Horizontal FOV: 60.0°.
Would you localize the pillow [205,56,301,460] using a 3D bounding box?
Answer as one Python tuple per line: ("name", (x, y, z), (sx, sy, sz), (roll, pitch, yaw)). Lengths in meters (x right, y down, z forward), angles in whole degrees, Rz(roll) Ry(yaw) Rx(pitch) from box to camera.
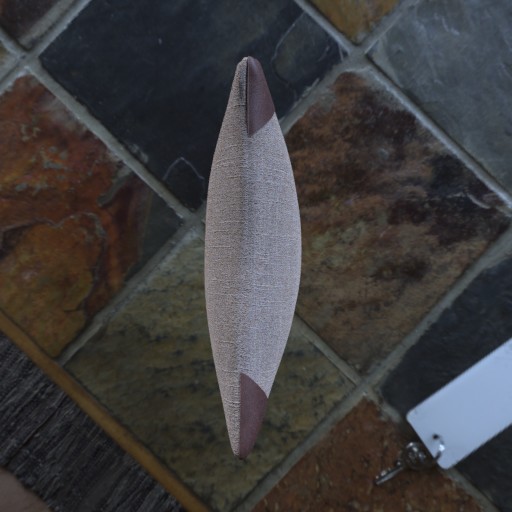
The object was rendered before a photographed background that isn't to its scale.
("pillow", (0.000, 0.000, 0.689), (0.147, 0.448, 0.437), (0, 90, 2))
